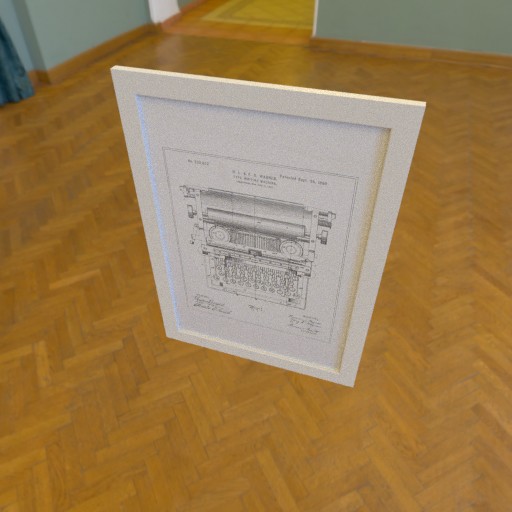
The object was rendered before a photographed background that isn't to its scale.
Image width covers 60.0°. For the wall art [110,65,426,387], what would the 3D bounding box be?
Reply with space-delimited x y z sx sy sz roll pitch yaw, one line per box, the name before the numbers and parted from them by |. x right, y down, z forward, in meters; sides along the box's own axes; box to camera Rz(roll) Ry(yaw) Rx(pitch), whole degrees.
wall art | 0.000 0.000 0.692 0.381 0.533 0.013 12 43 13
